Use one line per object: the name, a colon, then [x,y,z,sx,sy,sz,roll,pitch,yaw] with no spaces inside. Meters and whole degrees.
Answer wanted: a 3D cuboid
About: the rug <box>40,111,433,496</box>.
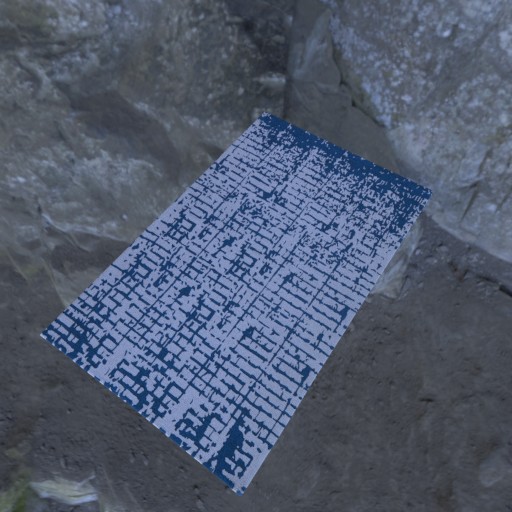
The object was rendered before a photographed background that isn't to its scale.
rug: [0.000,0.000,2.997,1.517,0.011,2.435,31,63,17]
